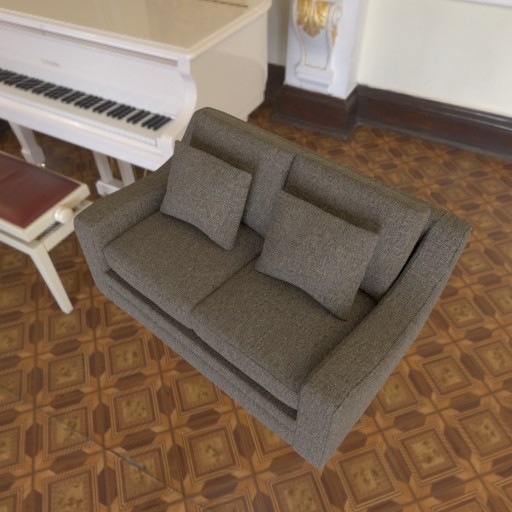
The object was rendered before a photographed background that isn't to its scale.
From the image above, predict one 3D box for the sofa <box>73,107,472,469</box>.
[{"bbox_3d":[0.000,0.000,2.403,1.778,0.991,1.120,31,54,26],"label":"sofa"}]
